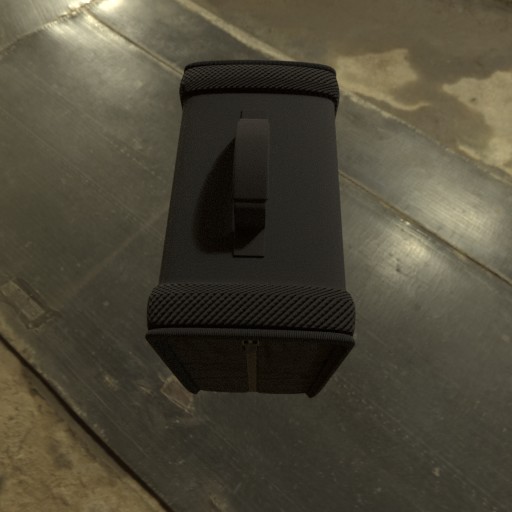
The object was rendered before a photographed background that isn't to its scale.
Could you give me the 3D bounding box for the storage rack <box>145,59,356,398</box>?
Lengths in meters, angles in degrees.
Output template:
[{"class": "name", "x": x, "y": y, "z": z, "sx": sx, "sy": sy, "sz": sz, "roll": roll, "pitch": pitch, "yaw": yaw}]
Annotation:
[{"class": "storage rack", "x": 0.000, "y": 0.000, "z": 0.538, "sx": 0.168, "sy": 0.387, "sz": 0.297, "roll": 2, "pitch": 63, "yaw": 1}]
